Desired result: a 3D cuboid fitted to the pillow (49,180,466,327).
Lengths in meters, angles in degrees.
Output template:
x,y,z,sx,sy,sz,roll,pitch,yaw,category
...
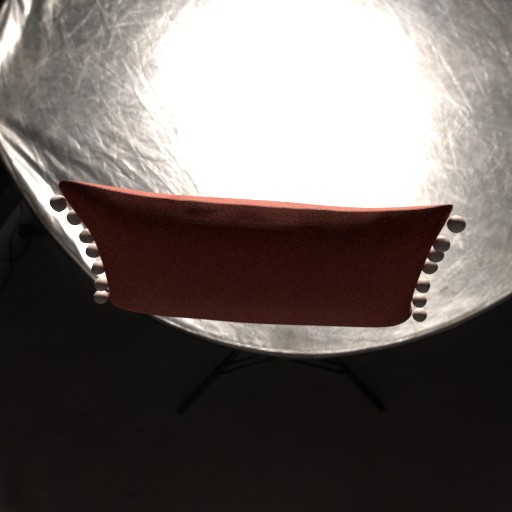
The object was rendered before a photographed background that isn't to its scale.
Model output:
x,y,z,sx,sy,sz,roll,pitch,yaw,category
0.000,0.000,0.843,0.709,0.322,0.201,3,46,3,pillow
